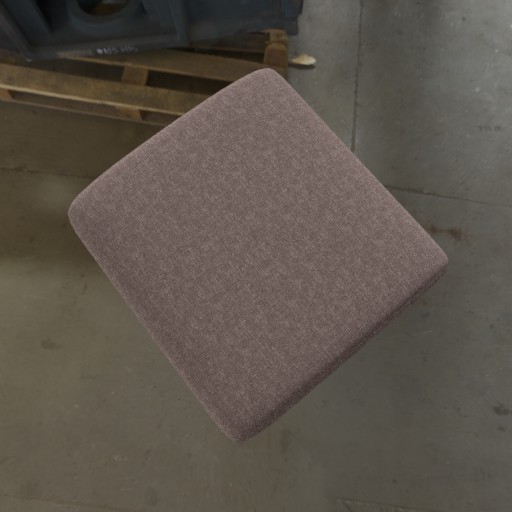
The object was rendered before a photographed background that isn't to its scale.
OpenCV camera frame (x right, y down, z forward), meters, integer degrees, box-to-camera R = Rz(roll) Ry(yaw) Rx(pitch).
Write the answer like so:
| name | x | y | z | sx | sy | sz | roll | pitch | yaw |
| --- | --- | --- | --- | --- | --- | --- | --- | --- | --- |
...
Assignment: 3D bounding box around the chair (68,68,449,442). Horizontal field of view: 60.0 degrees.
| name | x | y | z | sx | sy | sz | roll | pitch | yaw |
| --- | --- | --- | --- | --- | --- | --- | --- | --- | --- |
| chair | 0.000 | 0.000 | 0.925 | 0.530 | 0.410 | 0.530 | -38 | 79 | -8 |
